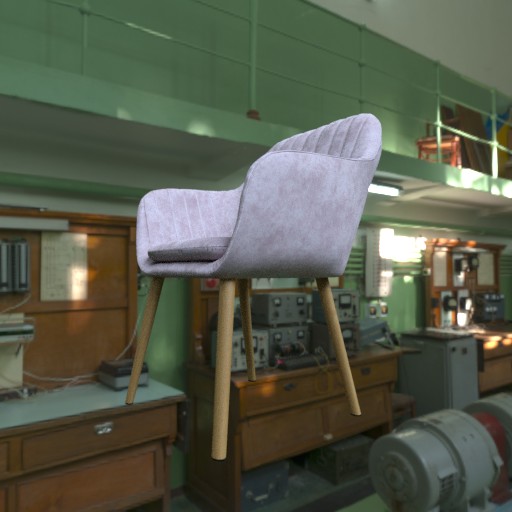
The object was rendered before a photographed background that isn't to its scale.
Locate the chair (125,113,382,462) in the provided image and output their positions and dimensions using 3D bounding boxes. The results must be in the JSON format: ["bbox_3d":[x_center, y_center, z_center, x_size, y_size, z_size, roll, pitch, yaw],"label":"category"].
[{"bbox_3d":[0.000,0.000,1.245,0.570,0.832,0.610,1,-2,-38],"label":"chair"}]
